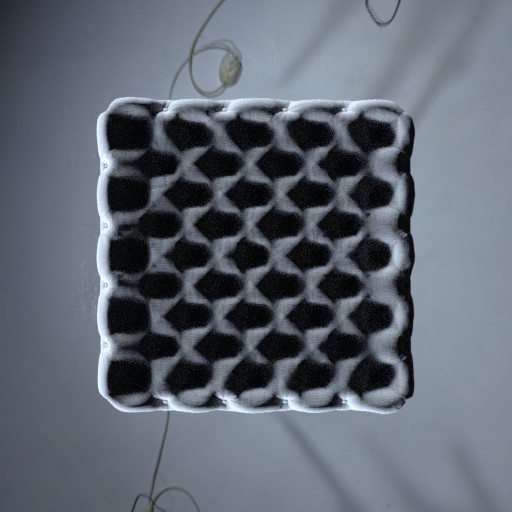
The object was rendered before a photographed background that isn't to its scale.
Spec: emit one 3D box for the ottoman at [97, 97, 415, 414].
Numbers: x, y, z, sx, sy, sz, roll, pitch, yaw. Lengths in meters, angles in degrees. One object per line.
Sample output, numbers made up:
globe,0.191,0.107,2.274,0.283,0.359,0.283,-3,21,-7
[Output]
ottoman,0.000,0.000,1.188,0.764,0.365,0.758,0,90,0
